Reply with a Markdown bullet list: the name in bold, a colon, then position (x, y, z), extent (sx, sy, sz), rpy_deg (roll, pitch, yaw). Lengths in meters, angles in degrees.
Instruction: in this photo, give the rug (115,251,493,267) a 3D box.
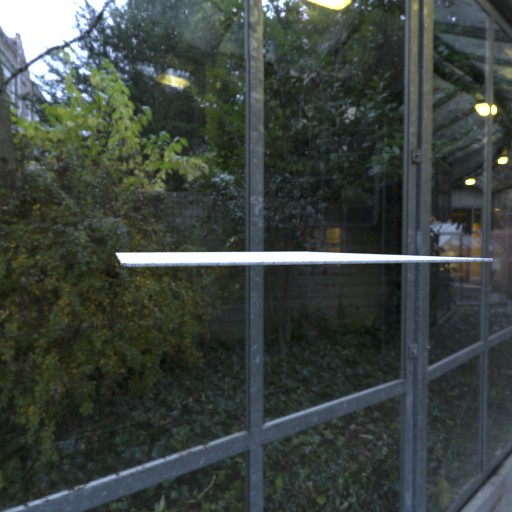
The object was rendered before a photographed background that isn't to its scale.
- **rug**: position (0.000, 0.000, 4.090), extent (2.449, 0.025, 3.049), rpy_deg (0, 2, -18)
